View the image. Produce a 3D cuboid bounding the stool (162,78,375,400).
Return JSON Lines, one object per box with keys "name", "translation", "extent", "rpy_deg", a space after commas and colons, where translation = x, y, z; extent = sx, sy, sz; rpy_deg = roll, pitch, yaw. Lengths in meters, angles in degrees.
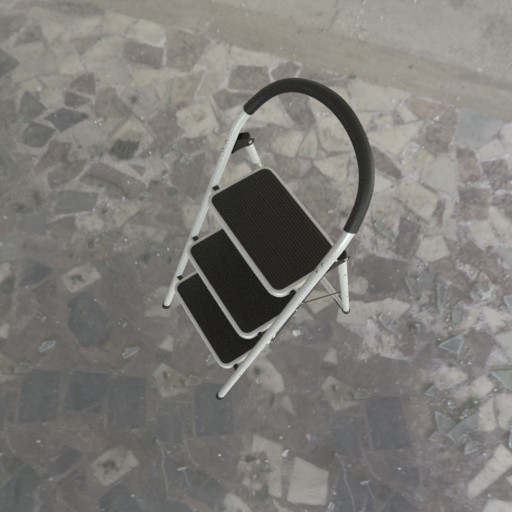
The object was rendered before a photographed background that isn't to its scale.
{"name": "stool", "translation": [0.000, 0.000, 1.435], "extent": [0.676, 1.109, 0.485], "rpy_deg": [-31, 69, -13]}
